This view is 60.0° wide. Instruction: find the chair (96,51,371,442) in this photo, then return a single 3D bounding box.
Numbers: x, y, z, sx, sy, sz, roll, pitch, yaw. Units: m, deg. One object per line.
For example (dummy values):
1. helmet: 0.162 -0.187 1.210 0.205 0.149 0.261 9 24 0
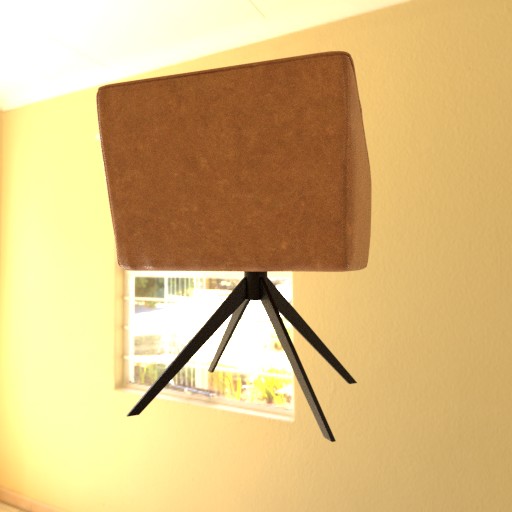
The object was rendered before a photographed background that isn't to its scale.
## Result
1. chair: 0.000 0.000 1.202 0.588 0.760 0.625 0 -1 18
